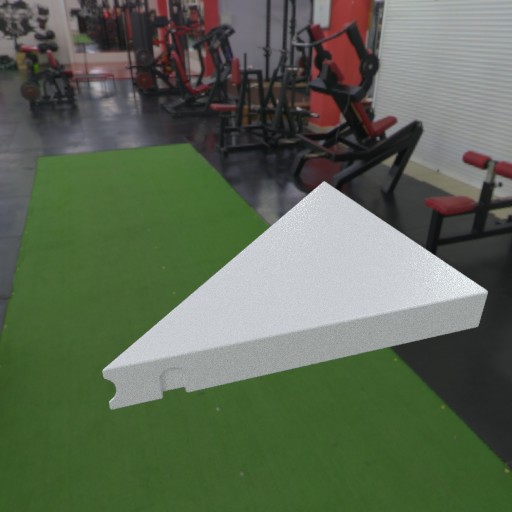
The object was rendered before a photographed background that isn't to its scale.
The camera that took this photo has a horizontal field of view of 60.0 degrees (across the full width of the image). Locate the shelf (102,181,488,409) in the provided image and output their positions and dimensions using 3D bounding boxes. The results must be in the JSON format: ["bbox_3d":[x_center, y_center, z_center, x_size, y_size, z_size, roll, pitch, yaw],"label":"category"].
[{"bbox_3d":[0.000,0.000,0.445,0.296,0.035,0.296,-9,29,-16],"label":"shelf"}]
